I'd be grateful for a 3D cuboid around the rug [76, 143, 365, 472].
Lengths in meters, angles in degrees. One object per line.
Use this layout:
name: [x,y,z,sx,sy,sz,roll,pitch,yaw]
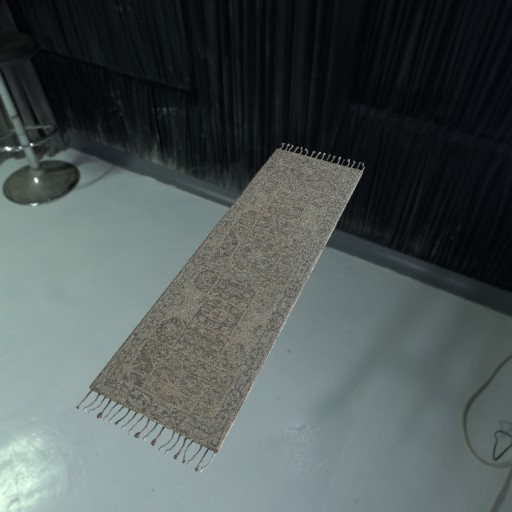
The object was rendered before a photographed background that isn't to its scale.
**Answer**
rug: [0.000,0.000,2.937,0.762,0.011,2.664,19,50,17]
